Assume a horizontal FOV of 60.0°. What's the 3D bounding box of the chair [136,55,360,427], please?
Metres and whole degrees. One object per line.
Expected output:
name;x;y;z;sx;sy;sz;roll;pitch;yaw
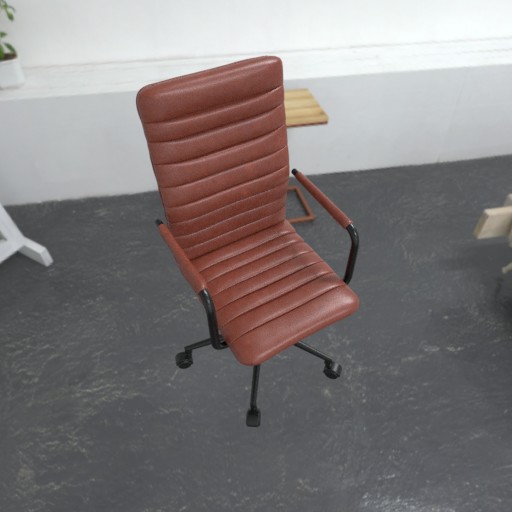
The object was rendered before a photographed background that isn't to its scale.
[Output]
chair;0.000;0.000;1.342;0.608;0.979;0.580;-24;51;-21
